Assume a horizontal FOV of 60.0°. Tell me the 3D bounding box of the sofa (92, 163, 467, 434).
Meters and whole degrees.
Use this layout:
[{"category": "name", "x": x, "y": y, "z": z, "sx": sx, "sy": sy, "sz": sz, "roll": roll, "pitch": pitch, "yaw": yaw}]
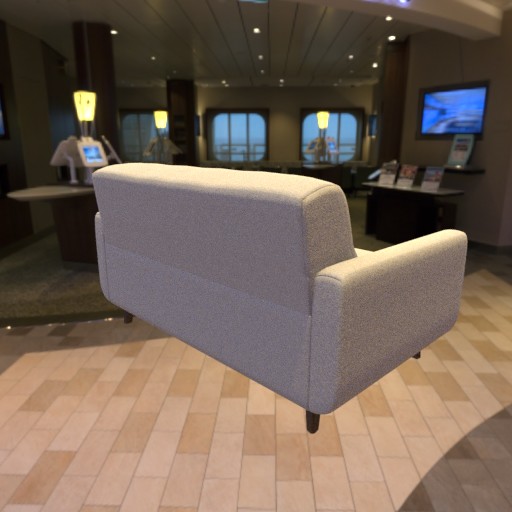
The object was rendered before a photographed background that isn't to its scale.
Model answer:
[{"category": "sofa", "x": 0.000, "y": 0.000, "z": 2.193, "sx": 0.980, "sy": 0.892, "sz": 1.655, "roll": -14, "pitch": 20, "yaw": -42}]
